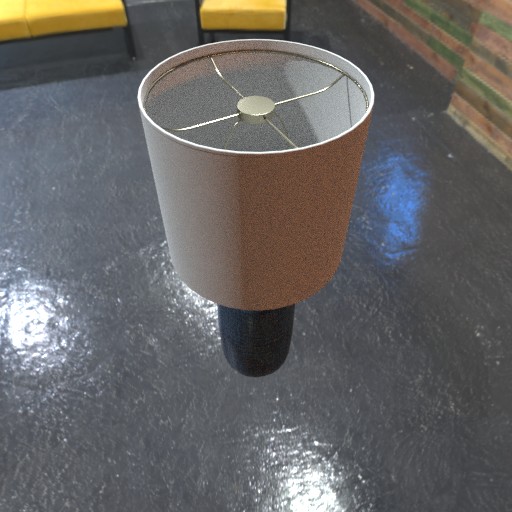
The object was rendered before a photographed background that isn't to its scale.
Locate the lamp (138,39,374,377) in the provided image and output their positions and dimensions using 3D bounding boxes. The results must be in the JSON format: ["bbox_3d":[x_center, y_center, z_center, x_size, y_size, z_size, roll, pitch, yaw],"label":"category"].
[{"bbox_3d":[0.000,0.000,0.594,0.220,0.475,0.220,-11,48,-10],"label":"lamp"}]
